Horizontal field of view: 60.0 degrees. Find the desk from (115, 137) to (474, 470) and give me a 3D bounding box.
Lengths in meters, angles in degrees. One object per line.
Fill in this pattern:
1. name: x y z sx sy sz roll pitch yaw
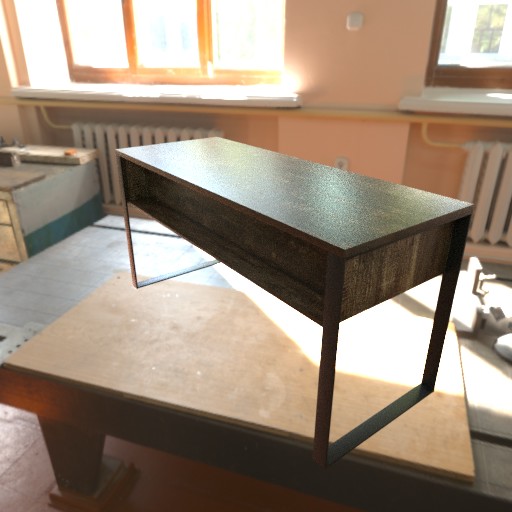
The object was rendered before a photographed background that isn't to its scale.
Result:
1. desk: 0.000 0.000 1.958 0.599 0.762 1.524 -17 30 -33
